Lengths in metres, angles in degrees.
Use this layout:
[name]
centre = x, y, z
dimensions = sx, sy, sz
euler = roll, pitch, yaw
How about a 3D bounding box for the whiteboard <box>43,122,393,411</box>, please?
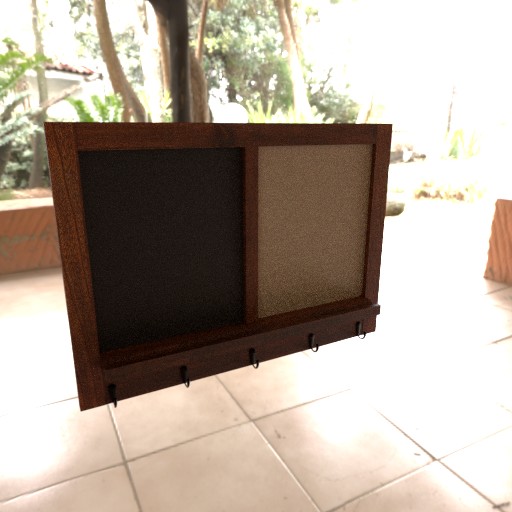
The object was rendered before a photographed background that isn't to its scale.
[whiteboard]
centre = 0.000, 0.000, 0.960
dimensions = 0.768, 0.553, 0.083
euler = -8, 18, -27
